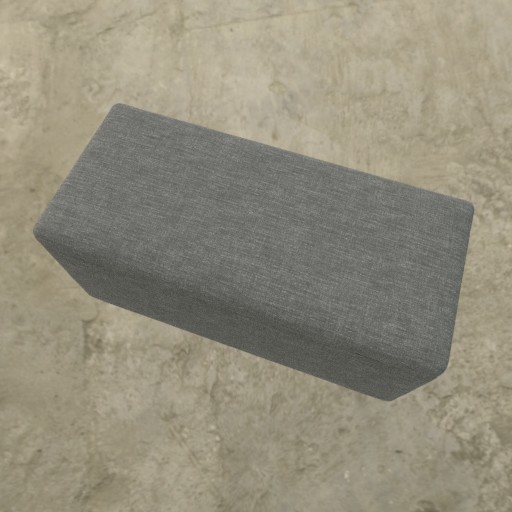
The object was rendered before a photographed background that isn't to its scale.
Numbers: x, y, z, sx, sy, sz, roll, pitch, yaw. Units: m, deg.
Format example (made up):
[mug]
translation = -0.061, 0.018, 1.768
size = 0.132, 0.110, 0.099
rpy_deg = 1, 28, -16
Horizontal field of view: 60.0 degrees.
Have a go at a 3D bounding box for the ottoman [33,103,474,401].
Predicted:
[ottoman]
translation = 0.000, 0.000, 1.122
size = 0.902, 0.432, 0.419
rpy_deg = 18, 66, 8
